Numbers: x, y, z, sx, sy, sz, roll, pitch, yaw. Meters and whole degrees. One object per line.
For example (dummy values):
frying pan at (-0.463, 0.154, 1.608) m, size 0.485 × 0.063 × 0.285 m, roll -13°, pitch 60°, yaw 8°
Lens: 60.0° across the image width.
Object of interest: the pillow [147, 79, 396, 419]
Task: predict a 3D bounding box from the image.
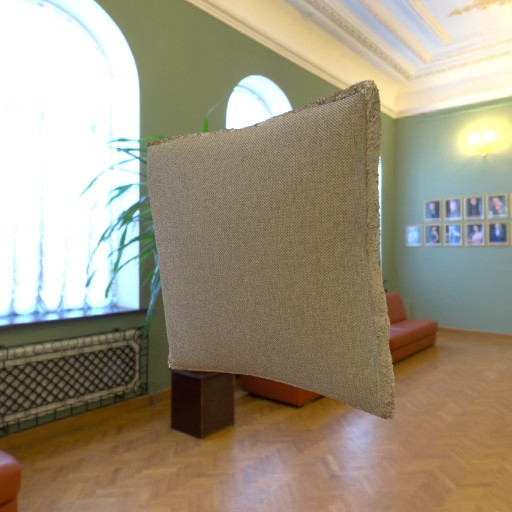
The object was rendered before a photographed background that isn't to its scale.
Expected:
pillow at (0.000, 0.000, 0.839) m, size 0.529 × 0.515 × 0.218 m, roll 0°, pitch 0°, yaw 38°
